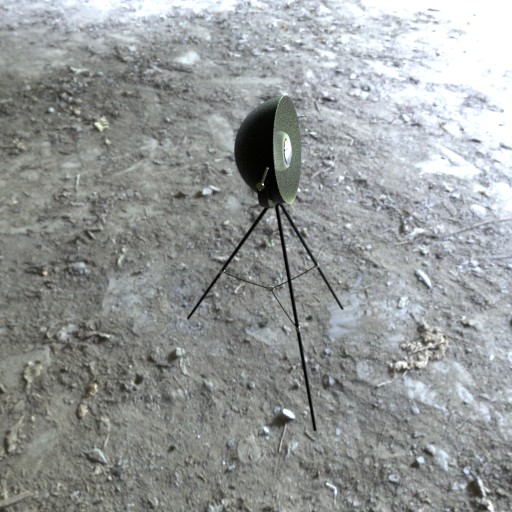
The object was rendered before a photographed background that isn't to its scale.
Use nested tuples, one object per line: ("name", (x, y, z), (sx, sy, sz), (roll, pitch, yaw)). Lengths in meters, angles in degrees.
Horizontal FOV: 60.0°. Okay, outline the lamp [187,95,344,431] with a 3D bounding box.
("lamp", (0.000, 0.000, 2.043), (0.920, 1.512, 0.817), (11, 47, 10))
